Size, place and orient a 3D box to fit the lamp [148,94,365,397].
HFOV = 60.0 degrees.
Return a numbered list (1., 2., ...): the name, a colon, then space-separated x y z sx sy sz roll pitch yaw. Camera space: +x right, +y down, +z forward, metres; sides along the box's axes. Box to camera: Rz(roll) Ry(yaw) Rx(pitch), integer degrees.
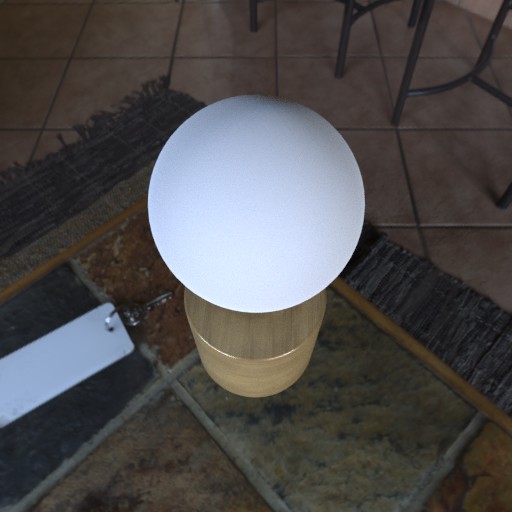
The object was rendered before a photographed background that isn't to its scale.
1. lamp: 0.000 0.000 0.341 0.141 0.250 0.152 2 58 1
